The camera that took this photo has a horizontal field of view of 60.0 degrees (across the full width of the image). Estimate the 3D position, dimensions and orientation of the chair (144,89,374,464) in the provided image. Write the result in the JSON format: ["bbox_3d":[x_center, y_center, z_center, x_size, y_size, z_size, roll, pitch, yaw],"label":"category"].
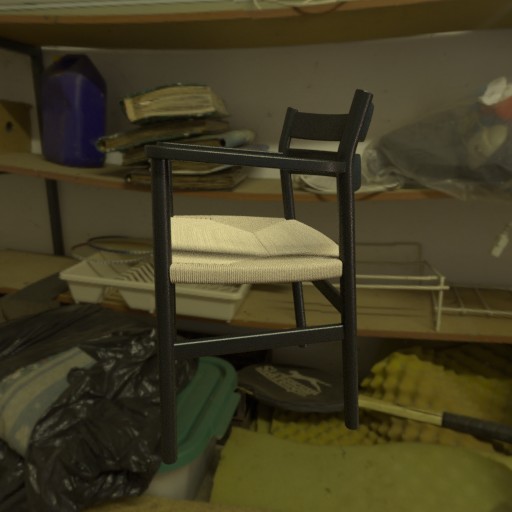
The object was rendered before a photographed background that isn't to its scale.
[{"bbox_3d":[0.000,0.000,1.160,0.508,0.775,0.630,-3,15,-10],"label":"chair"}]
